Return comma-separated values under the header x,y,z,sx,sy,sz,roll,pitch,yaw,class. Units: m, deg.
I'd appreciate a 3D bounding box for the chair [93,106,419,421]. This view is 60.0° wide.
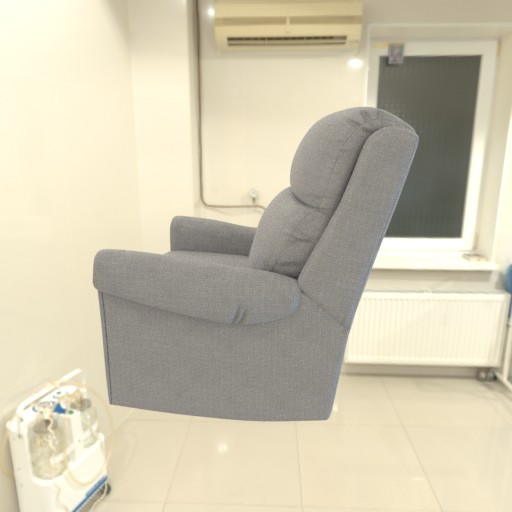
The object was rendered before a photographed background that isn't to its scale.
x,y,z,sx,sy,sz,roll,pitch,yaw,class
0.000,0.000,1.717,1.014,1.054,0.838,2,14,9,chair
